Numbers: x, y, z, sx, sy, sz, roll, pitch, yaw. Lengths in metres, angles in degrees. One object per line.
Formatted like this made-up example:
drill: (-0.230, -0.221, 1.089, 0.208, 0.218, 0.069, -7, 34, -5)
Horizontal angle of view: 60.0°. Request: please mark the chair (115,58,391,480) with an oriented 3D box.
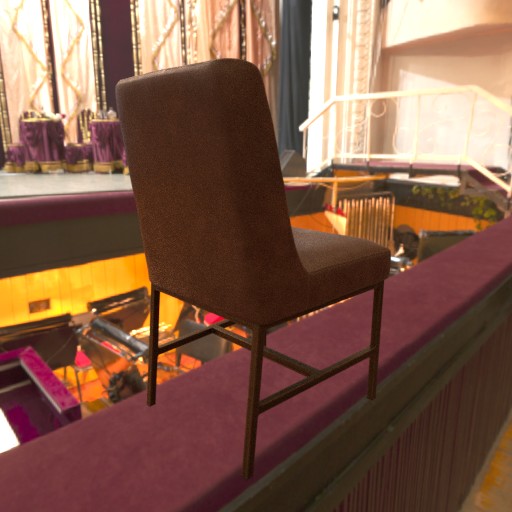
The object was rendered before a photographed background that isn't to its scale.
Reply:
chair: (0.000, 0.000, 1.208, 0.587, 0.889, 0.508, -13, 19, -43)
